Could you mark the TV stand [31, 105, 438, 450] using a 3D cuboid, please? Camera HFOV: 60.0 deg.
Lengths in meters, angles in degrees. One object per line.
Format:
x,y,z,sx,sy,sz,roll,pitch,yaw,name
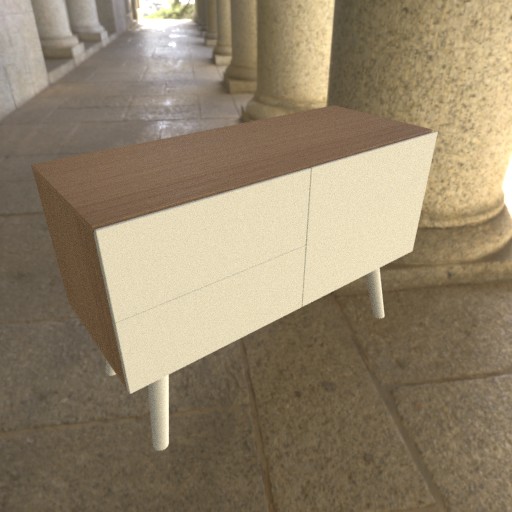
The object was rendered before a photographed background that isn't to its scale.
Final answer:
0.000,0.000,1.308,0.991,0.660,0.407,-22,37,-31,TV stand
